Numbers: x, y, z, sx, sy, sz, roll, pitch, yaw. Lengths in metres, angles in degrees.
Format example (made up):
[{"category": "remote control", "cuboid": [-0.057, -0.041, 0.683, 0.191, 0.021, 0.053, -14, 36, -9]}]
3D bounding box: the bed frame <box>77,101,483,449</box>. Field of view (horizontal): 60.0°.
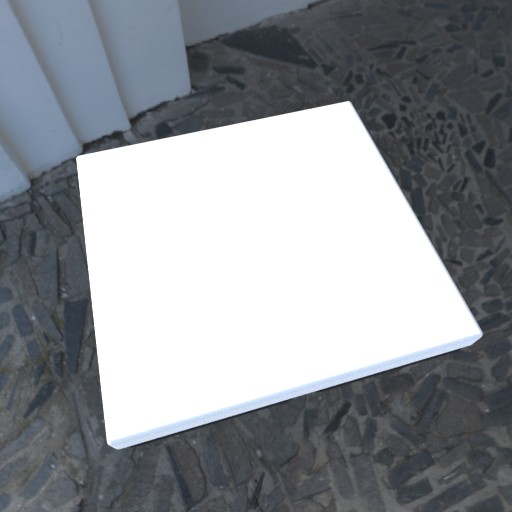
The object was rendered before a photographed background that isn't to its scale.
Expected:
[{"category": "bed frame", "cuboid": [0.000, 0.000, 2.944, 2.033, 0.525, 1.935, -14, 61, -8]}]
